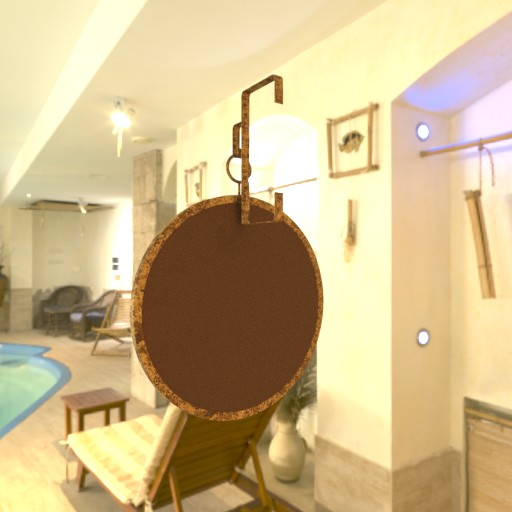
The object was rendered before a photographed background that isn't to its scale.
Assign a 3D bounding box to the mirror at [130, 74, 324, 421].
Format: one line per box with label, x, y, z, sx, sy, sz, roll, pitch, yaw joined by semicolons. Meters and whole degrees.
mirror;0.000;0.000;0.850;0.447;0.651;0.144;0;0;-35
